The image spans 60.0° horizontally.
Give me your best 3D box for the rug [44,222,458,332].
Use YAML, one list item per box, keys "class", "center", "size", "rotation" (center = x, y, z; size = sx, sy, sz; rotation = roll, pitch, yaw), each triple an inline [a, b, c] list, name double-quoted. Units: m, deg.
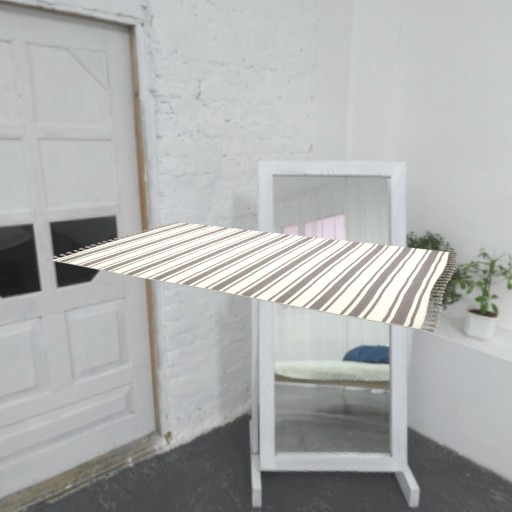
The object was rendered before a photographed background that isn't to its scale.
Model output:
- class: "rug"
  center: [0.000, 0.000, 2.564]
  size: [2.096, 0.011, 1.229]
  rotation: [8, 17, 26]
